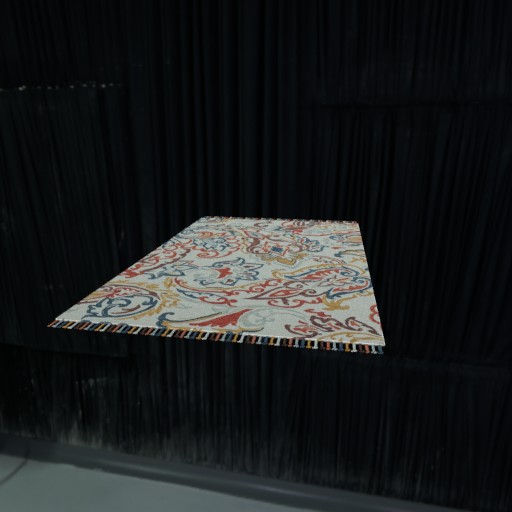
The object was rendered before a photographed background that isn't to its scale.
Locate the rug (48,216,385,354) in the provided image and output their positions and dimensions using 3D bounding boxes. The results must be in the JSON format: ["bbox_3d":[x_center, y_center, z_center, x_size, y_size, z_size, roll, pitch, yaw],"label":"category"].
[{"bbox_3d":[0.000,0.000,3.138,1.523,0.010,2.584,3,17,9],"label":"rug"}]
